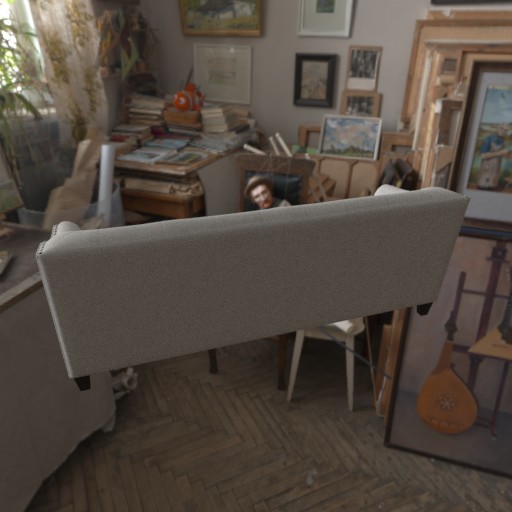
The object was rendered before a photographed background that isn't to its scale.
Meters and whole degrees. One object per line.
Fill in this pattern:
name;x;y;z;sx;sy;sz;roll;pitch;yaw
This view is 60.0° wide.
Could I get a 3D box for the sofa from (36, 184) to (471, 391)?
sofa;0.000;0.000;2.706;2.235;0.901;0.914;-9;28;-17
